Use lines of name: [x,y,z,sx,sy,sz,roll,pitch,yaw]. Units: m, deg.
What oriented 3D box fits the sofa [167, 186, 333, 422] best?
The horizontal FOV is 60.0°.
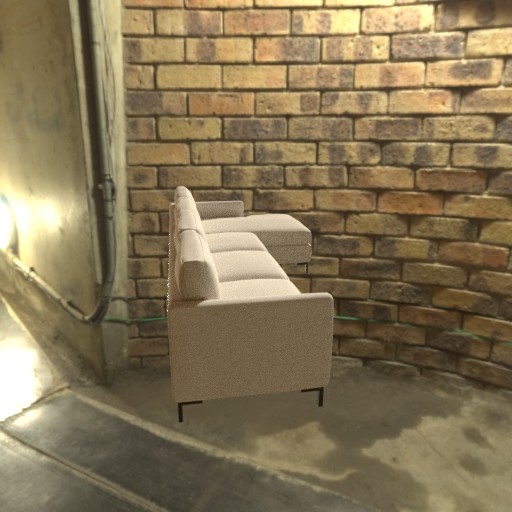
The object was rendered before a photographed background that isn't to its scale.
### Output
sofa: [0.000,0.000,2.929,1.126,0.677,2.445,-3,17,-10]
